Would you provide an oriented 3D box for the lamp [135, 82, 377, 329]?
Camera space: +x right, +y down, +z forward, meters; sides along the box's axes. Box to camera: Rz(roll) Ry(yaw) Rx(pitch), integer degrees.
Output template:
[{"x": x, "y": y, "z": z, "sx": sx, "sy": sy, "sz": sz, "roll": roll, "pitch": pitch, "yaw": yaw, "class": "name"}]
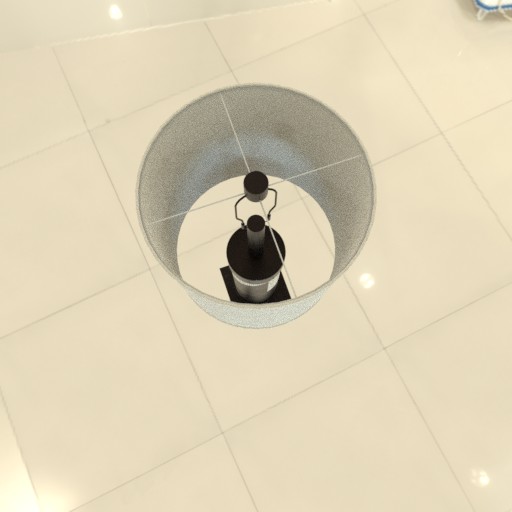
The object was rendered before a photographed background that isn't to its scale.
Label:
[{"x": 0.000, "y": 0.000, "z": 0.620, "sx": 0.211, "sy": 0.509, "sz": 0.211, "roll": -19, "pitch": 77, "yaw": -5, "class": "lamp"}]
